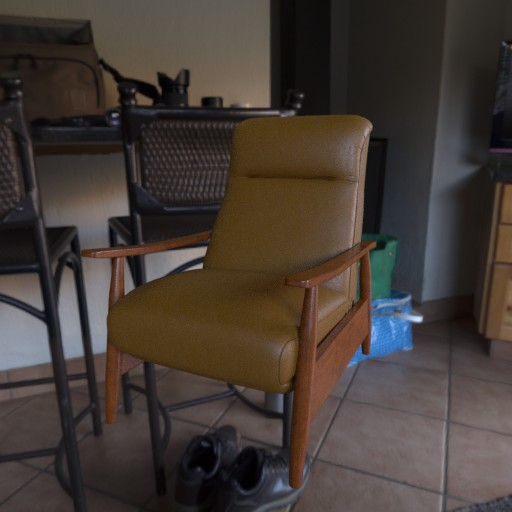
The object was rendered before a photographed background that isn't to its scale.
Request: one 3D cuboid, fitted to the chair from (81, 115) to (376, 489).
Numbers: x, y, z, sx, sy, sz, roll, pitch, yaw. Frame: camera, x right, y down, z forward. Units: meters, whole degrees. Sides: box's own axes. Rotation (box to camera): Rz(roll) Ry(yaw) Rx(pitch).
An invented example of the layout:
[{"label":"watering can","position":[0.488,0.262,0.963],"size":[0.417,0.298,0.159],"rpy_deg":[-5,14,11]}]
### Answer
[{"label":"chair","position":[0.000,0.000,1.707],"size":[0.762,1.082,1.014],"rpy_deg":[7,15,25]}]
